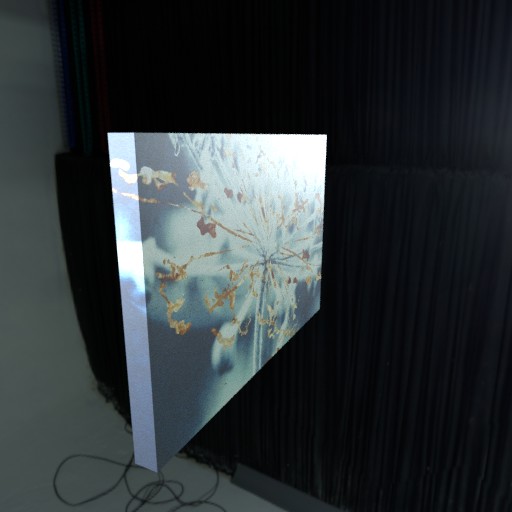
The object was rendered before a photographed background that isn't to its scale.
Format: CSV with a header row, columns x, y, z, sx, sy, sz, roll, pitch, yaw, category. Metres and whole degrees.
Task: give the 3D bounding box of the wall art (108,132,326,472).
x,y,z,sx,sy,sz,roll,pitch,yaw,category
0.000,0.000,0.765,0.036,0.405,0.607,8,17,26,wall art
